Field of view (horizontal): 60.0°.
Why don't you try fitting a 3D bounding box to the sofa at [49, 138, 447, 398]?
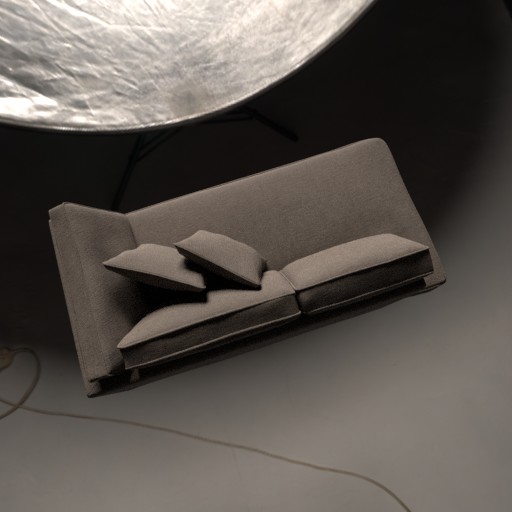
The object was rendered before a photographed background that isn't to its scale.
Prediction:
[{"bbox_3d":[0.000,0.000,2.845,2.237,1.033,1.110,-17,77,-4],"label":"sofa"}]
